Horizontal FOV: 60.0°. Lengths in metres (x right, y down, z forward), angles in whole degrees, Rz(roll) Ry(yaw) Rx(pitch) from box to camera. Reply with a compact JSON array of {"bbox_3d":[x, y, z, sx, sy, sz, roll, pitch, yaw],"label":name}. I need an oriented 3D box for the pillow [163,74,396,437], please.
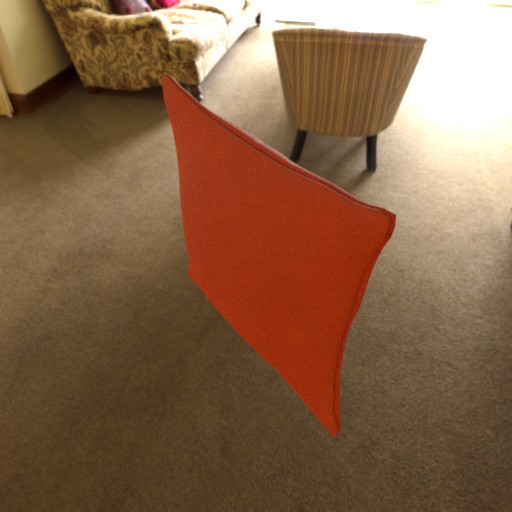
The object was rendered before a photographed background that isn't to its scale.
[{"bbox_3d":[0.000,0.000,0.663,0.151,0.416,0.435,-27,49,-26],"label":"pillow"}]
